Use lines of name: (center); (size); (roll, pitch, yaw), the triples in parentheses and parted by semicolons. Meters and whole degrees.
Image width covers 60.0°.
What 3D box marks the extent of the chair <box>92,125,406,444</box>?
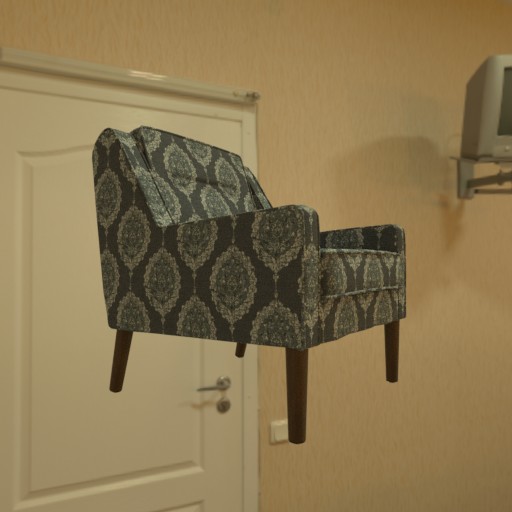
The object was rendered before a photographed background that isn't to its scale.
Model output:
chair: (0.000, 0.000, 1.344); (0.743, 0.792, 0.663); (-1, -1, 36)
